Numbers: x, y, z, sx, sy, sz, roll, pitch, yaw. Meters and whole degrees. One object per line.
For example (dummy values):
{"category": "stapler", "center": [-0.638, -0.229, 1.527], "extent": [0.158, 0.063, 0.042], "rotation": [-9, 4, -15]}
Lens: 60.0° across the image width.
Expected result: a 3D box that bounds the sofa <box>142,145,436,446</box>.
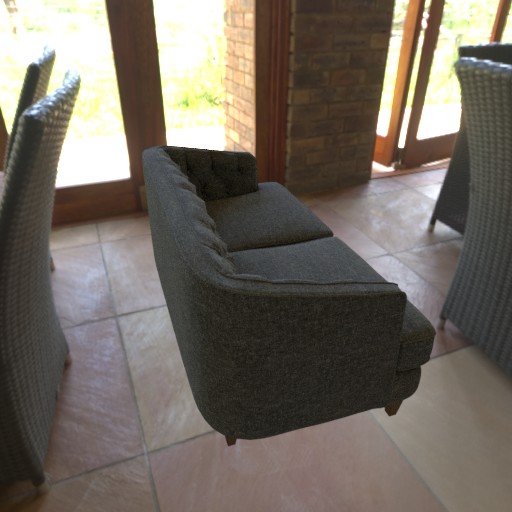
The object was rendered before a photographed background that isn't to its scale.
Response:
{"category": "sofa", "center": [0.000, 0.000, 2.279], "extent": [0.941, 0.855, 1.733], "rotation": [-10, 31, -16]}
